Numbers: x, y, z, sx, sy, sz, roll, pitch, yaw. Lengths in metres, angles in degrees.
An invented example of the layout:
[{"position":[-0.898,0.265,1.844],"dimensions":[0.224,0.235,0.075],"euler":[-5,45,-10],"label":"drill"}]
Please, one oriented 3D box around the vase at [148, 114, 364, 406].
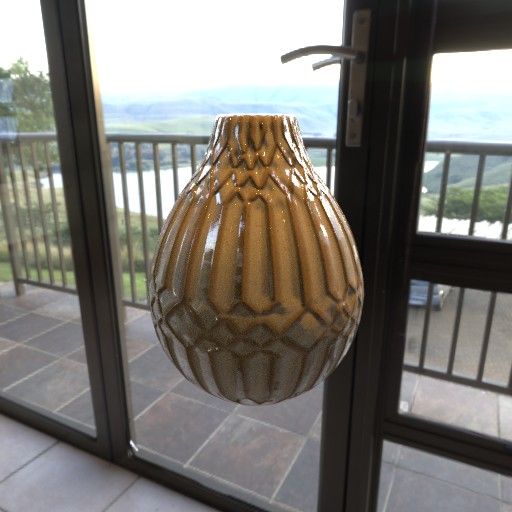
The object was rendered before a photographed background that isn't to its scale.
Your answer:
[{"position":[0.000,0.000,0.329],"dimensions":[0.159,0.200,0.159],"euler":[0,17,0],"label":"vase"}]
